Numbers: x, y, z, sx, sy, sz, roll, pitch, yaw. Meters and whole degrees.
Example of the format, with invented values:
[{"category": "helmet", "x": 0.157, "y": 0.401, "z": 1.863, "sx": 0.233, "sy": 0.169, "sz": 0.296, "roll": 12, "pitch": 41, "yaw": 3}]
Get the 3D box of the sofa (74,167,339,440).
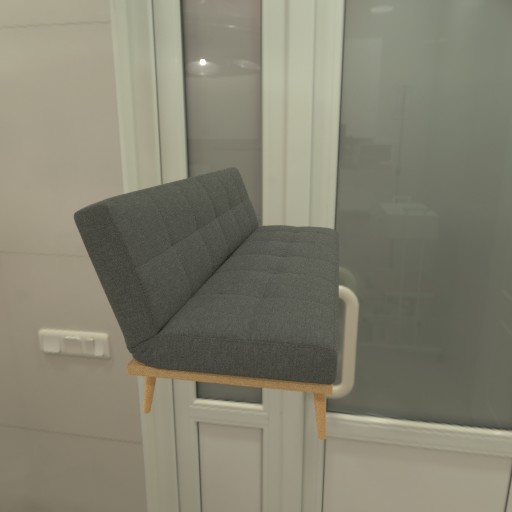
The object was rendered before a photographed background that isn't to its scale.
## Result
[{"category": "sofa", "x": 0.000, "y": 0.000, "z": 2.205, "sx": 0.820, "sy": 0.770, "sz": 1.820, "roll": 3, "pitch": 15, "yaw": 10}]
